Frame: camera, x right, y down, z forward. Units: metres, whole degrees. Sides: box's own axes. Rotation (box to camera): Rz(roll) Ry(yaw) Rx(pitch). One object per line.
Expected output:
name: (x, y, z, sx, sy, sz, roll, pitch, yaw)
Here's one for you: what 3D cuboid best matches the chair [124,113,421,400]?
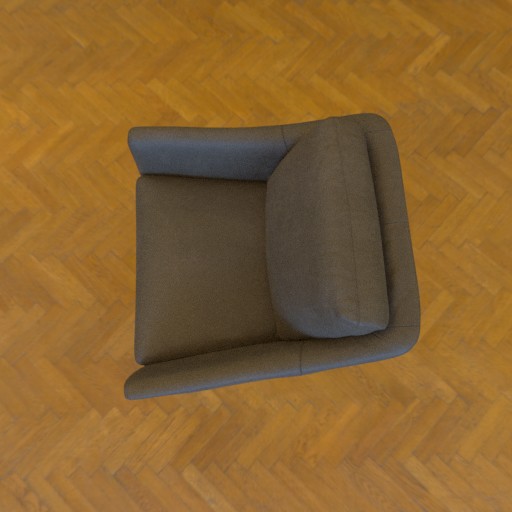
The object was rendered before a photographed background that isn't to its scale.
chair: (0.000, 0.000, 1.700, 0.961, 0.901, 0.988, -3, 76, -1)
